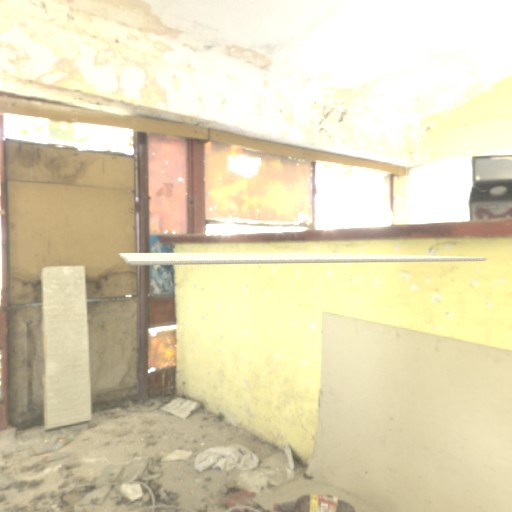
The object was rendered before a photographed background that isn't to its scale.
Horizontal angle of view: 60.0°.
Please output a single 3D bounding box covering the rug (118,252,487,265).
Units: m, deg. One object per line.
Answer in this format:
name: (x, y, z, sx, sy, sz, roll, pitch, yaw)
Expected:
rug: (0.000, 0.000, 4.207, 2.462, 0.030, 3.066, 0, 1, -18)
